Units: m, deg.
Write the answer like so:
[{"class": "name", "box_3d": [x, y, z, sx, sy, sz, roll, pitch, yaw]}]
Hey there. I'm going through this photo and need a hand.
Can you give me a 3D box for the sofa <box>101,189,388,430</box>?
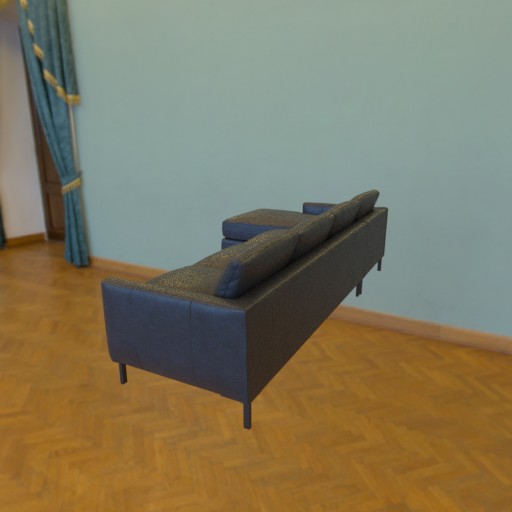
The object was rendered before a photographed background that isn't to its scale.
[{"class": "sofa", "box_3d": [0.000, 0.000, 3.590, 1.471, 0.859, 2.993, 8, 18, 27]}]
